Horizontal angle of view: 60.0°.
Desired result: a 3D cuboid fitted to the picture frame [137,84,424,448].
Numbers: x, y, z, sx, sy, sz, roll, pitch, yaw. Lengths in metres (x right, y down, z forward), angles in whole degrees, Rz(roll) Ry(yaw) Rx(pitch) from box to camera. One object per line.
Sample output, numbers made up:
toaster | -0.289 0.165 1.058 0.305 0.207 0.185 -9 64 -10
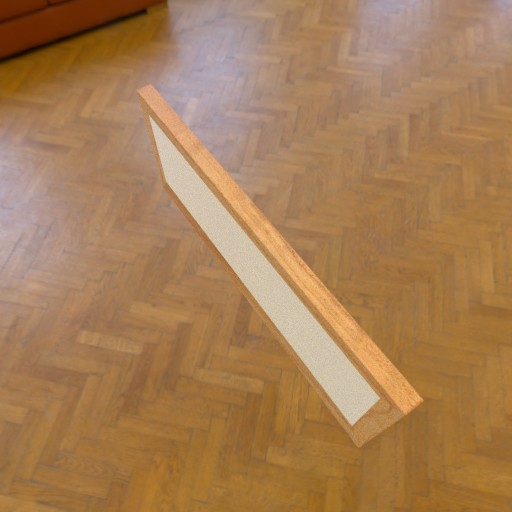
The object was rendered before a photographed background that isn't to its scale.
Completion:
picture frame | 0.000 0.000 0.666 0.045 0.234 0.582 -31 64 -17
